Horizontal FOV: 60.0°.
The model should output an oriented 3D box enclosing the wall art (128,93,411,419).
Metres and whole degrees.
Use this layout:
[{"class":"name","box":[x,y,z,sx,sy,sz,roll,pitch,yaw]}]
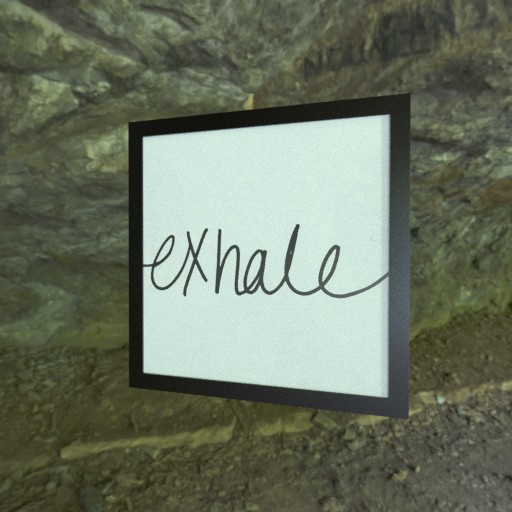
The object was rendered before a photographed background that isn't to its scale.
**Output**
[{"class":"wall art","box":[0.000,0.000,0.680,0.446,0.445,0.014,0,1,18]}]
